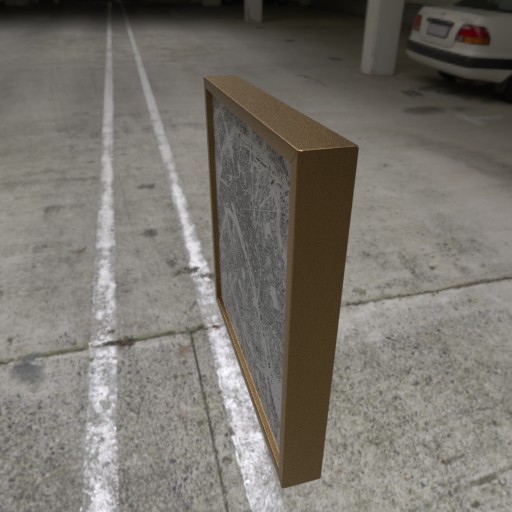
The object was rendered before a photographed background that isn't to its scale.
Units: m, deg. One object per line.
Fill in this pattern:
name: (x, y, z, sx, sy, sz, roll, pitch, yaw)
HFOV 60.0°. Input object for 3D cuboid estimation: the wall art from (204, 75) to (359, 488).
wall art: (0.000, 0.000, 0.451, 0.037, 0.305, 0.305, -8, 30, -14)
